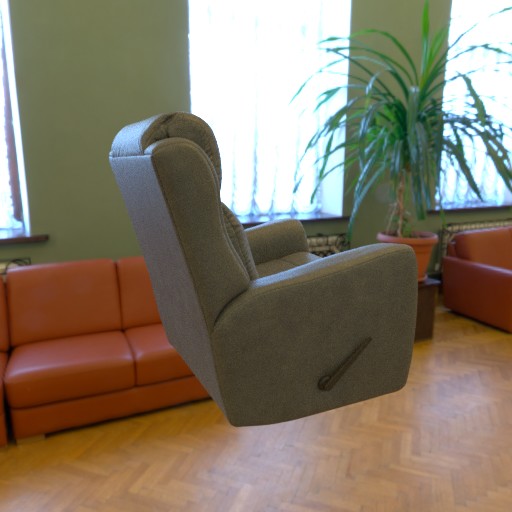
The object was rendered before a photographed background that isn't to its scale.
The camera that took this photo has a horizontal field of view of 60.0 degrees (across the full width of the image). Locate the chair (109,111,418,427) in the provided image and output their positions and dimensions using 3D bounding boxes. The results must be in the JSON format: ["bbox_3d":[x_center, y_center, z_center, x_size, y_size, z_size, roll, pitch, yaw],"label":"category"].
[{"bbox_3d":[0.000,0.000,1.926,1.068,1.116,0.967,-6,13,-25],"label":"chair"}]
